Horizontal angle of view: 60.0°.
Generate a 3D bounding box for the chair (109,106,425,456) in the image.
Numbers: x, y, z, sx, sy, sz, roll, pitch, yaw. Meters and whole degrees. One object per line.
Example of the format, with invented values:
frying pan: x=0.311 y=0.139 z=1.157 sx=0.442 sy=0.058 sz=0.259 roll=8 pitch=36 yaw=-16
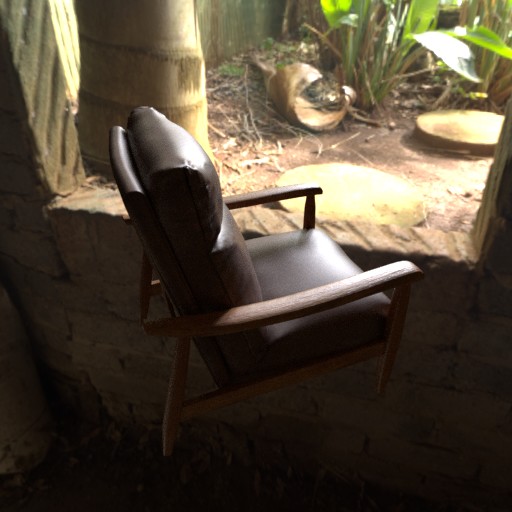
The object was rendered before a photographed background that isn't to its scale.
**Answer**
chair: x=0.000 y=0.000 z=1.505 sx=0.830 sy=0.897 sz=0.782 roll=-10 pitch=33 yaw=-16
